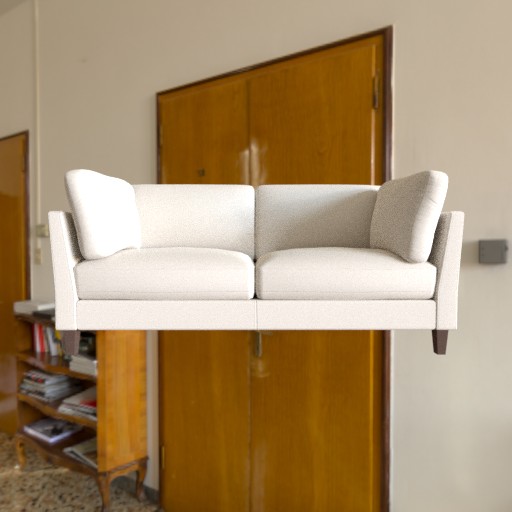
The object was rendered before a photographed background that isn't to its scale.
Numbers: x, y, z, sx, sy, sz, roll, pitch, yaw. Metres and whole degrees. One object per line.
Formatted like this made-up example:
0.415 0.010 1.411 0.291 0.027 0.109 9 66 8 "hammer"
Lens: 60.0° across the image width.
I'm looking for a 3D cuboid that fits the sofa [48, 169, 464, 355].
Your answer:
0.000 0.000 2.325 1.776 0.836 0.970 0 1 0 "sofa"
